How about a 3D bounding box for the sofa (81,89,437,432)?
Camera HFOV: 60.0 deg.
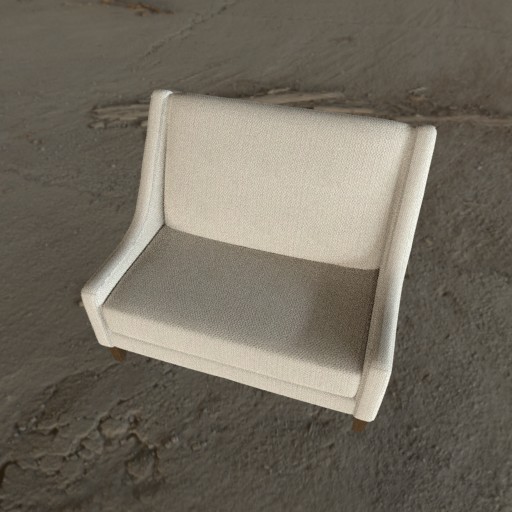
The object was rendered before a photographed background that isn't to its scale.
[{"bbox_3d":[0.000,0.000,1.906,1.242,1.022,0.870,12,44,13],"label":"sofa"}]
